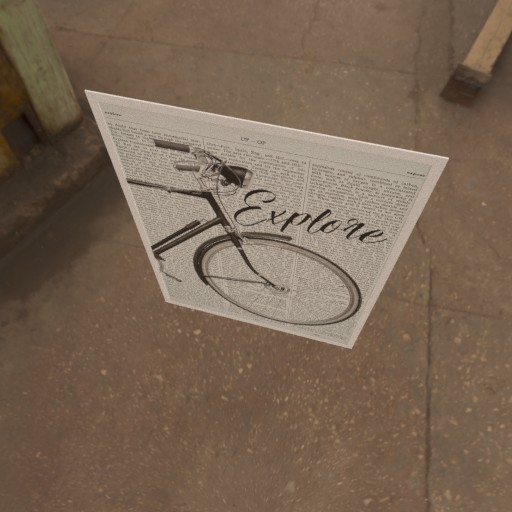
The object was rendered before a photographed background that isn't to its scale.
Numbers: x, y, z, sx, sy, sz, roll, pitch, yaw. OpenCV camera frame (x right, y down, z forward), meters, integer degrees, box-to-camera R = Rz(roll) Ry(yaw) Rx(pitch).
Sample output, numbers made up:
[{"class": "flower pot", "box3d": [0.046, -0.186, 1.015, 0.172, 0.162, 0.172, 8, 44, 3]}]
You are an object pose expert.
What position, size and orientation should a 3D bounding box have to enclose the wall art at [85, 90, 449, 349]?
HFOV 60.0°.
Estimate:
[{"class": "wall art", "box3d": [0.000, 0.000, 0.797, 0.457, 0.610, 0.003, 13, 59, 8]}]
